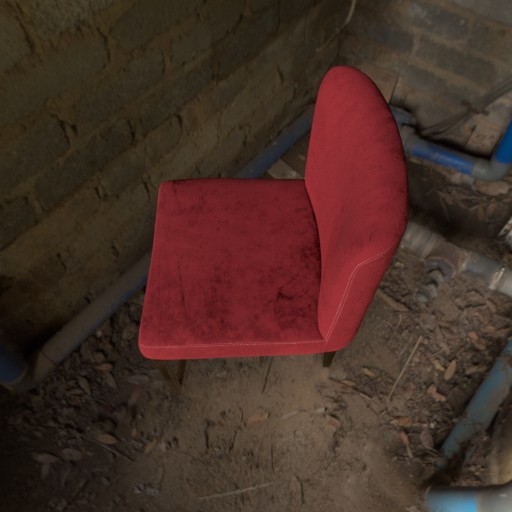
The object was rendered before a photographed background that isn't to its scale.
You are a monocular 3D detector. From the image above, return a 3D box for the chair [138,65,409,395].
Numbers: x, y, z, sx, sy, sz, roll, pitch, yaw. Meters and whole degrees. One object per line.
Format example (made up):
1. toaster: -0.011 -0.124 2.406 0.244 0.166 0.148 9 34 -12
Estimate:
1. chair: 0.000 0.000 1.161 0.560 0.824 0.530 0 58 0
